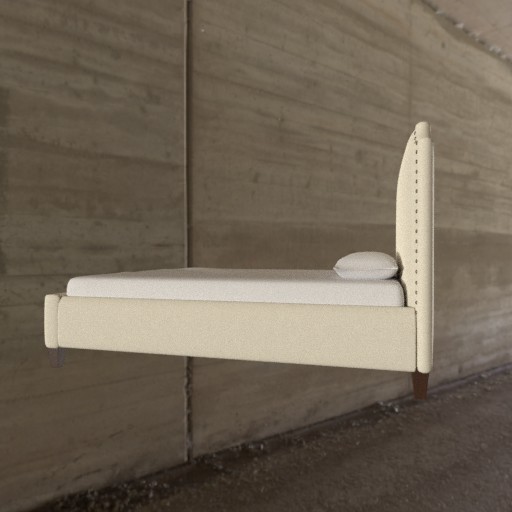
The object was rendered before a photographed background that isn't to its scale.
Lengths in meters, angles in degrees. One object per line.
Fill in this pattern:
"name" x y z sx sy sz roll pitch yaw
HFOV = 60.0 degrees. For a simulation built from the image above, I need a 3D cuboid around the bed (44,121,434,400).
"bed" 0.000 0.000 3.334 2.372 1.443 1.712 0 0 16
